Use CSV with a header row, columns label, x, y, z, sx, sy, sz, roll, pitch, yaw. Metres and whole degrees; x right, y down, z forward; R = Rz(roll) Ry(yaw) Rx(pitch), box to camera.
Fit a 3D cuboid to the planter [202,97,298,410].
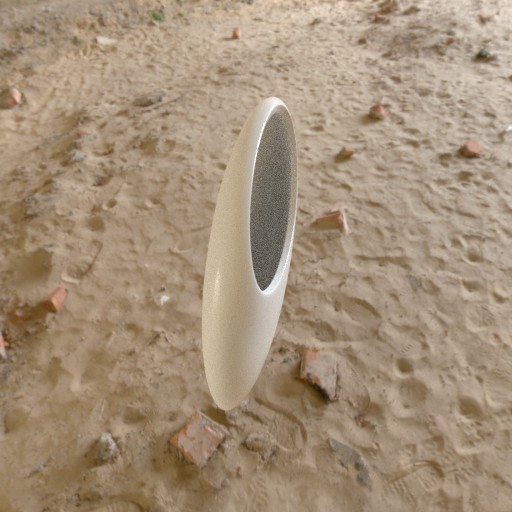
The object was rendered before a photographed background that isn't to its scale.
label,x,y,z,sx,sy,sz,roll,pitch,yaw
planter,0.000,0.000,0.279,0.043,0.188,0.185,9,47,8
